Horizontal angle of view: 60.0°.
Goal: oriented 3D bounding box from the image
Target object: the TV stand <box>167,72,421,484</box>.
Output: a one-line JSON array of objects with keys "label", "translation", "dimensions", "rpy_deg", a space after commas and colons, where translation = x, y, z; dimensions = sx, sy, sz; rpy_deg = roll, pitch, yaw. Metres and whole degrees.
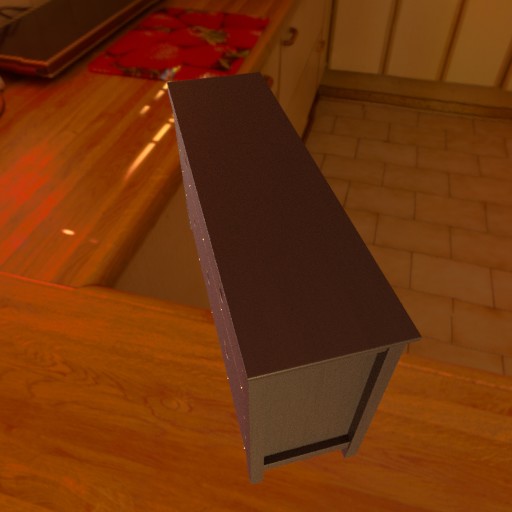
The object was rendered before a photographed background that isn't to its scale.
[{"label": "TV stand", "translation": [0.000, 0.000, 1.460], "dimensions": [0.347, 0.681, 1.198], "rpy_deg": [-11, 47, -10]}]
